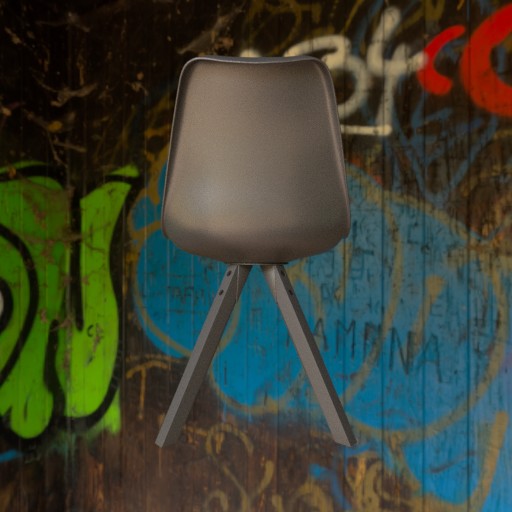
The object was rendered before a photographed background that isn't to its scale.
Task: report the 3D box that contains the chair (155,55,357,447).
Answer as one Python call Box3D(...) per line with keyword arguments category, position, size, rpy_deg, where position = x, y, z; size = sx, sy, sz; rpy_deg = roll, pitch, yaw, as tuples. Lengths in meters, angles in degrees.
Box3D(category="chair", position=(0.000, 0.000, 1.182), size=(0.485, 0.850, 0.530), rpy_deg=(0, 0, 0))
